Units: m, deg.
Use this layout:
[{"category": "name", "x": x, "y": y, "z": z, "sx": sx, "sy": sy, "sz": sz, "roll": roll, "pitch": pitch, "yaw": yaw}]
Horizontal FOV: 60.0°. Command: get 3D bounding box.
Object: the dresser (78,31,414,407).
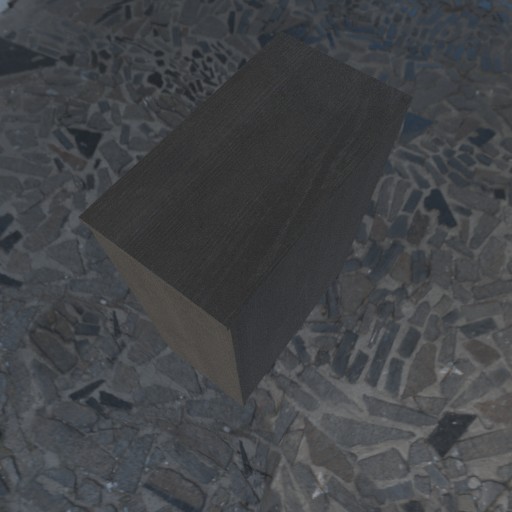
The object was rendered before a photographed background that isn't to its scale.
[{"category": "dresser", "x": 0.000, "y": 0.000, "z": 1.419, "sx": 0.398, "sy": 1.020, "sz": 0.700, "roll": 34, "pitch": 68, "yaw": 16}]
